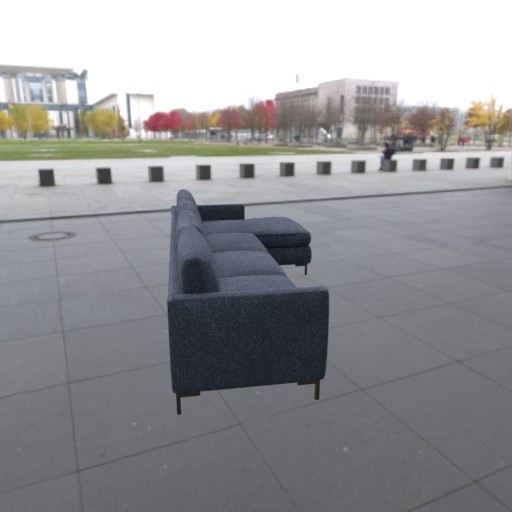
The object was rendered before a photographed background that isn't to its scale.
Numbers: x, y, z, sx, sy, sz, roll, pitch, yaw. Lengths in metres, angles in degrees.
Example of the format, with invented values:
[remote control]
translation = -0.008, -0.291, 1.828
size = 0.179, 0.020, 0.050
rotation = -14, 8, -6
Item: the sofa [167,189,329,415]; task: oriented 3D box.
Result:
[sofa]
translation = 0.000, 0.000, 3.566
size = 1.350, 0.810, 2.932
rotation = -3, 15, -10
